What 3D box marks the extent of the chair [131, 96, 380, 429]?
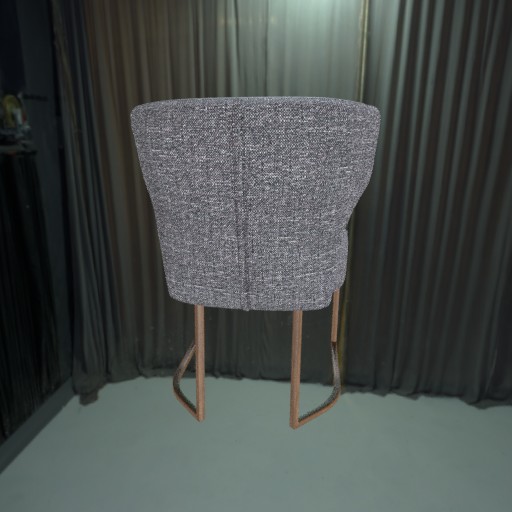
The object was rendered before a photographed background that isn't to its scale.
[{"bbox_3d":[0.000,0.000,1.260,0.611,0.824,0.617,2,16,7],"label":"chair"}]
